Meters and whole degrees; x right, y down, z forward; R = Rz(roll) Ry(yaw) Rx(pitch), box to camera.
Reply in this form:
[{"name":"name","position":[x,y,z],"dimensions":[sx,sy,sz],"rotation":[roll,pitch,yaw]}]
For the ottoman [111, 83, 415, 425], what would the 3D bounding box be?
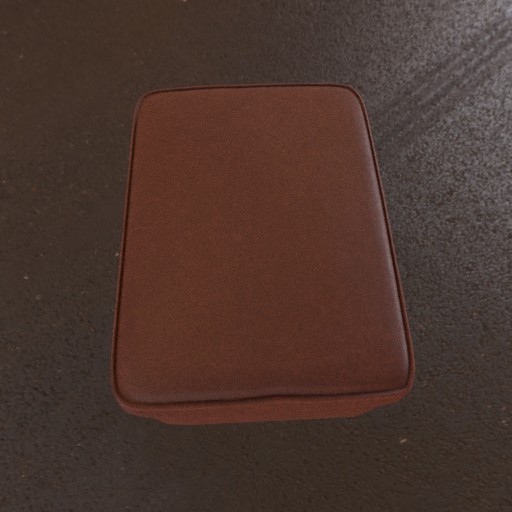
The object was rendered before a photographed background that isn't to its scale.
[{"name":"ottoman","position":[0.000,0.000,1.076],"dimensions":[0.548,0.449,0.749],"rotation":[-3,65,-1]}]
